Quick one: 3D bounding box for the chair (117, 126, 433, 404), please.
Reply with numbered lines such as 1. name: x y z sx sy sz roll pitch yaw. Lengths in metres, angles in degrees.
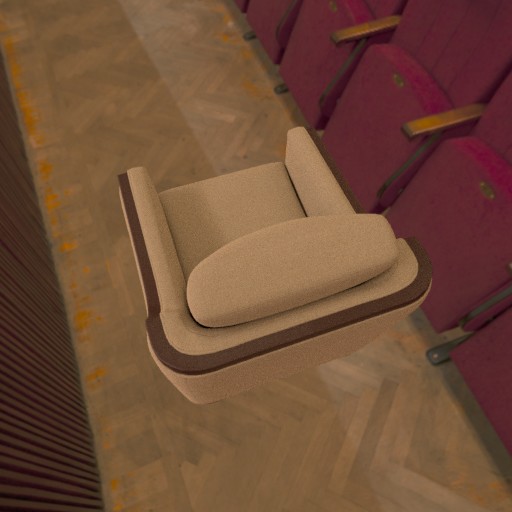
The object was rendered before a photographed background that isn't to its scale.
1. chair: 0.000 0.000 1.680 0.870 0.930 0.950 -17 60 -10
